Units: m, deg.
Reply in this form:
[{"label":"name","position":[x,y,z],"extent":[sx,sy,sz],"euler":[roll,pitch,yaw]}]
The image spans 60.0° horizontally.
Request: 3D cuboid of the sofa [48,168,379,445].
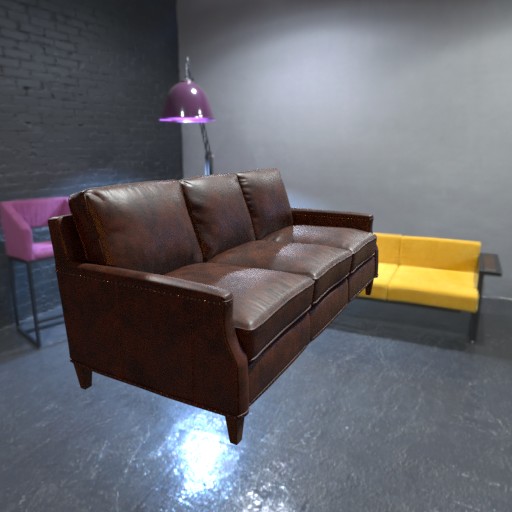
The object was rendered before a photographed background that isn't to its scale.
[{"label":"sofa","position":[0.000,0.000,2.830],"extent":[1.084,1.003,2.240],"euler":[8,16,28]}]
